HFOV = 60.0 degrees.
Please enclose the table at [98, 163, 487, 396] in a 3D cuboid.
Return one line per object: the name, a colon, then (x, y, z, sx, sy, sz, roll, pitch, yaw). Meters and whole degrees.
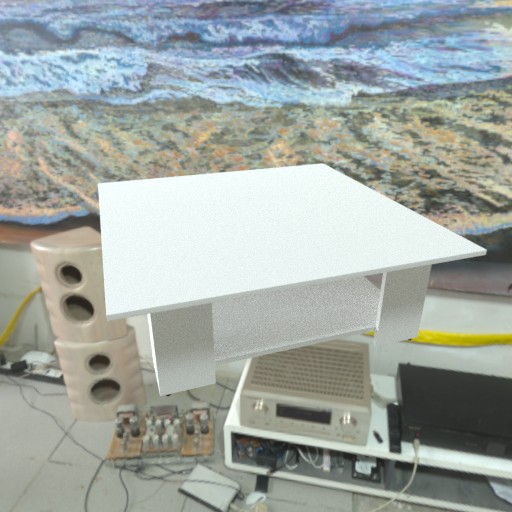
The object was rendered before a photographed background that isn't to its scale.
table: (0.000, 0.000, 1.399, 0.890, 0.305, 0.890, -8, 27, -17)
